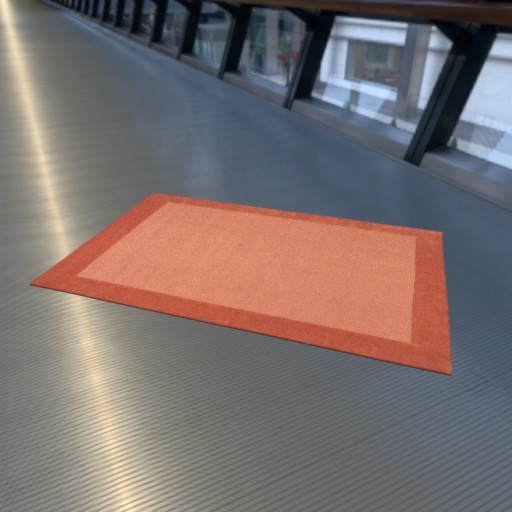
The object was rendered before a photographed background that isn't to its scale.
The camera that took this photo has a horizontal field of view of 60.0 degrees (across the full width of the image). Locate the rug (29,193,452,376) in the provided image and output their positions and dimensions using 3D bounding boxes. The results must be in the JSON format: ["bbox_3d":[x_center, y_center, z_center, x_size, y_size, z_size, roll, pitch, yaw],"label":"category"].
[{"bbox_3d":[0.000,0.000,3.023,2.438,0.014,1.524,9,32,16],"label":"rug"}]
